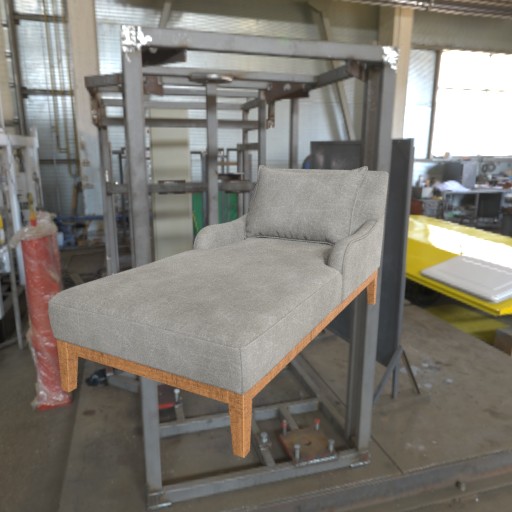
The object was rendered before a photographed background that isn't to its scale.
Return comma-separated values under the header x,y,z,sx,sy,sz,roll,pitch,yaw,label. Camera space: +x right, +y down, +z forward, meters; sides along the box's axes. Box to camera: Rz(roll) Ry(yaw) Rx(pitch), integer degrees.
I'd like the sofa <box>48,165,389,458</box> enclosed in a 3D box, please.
x,y,z,sx,sy,sz,roll,pitch,yaw,label
0.000,0.000,2.238,0.894,0.859,1.779,7,15,28,sofa
